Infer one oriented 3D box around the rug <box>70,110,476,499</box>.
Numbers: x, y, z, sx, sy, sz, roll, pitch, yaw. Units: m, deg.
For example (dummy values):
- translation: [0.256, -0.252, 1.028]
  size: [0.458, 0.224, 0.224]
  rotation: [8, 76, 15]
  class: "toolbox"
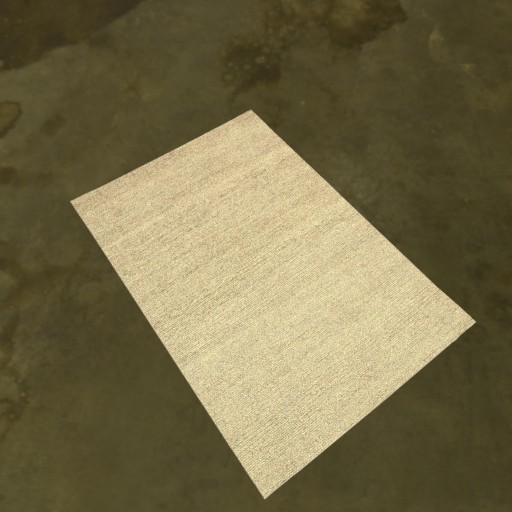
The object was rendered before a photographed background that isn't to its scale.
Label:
- translation: [0.000, 0.000, 2.932]
  size: [1.609, 0.030, 2.342]
  rotation: [-32, 64, -18]
  class: "rug"
